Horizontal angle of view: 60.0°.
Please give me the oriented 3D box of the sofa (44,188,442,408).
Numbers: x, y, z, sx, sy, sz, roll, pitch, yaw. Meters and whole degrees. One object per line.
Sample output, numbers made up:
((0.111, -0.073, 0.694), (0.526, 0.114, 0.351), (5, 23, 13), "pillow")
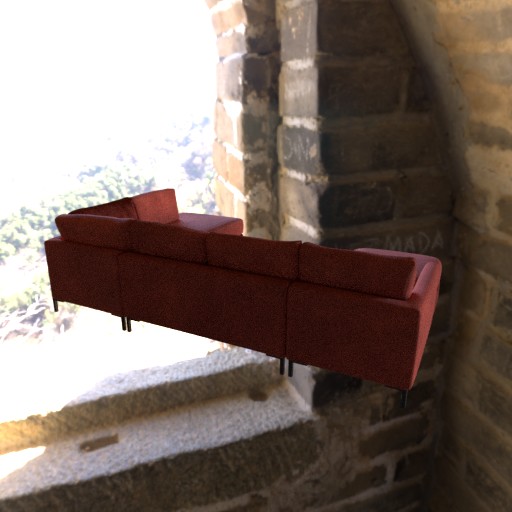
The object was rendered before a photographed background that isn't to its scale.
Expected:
((0.000, 0.000, 3.839), (2.971, 0.858, 1.981), (9, 20, 25), "sofa")
